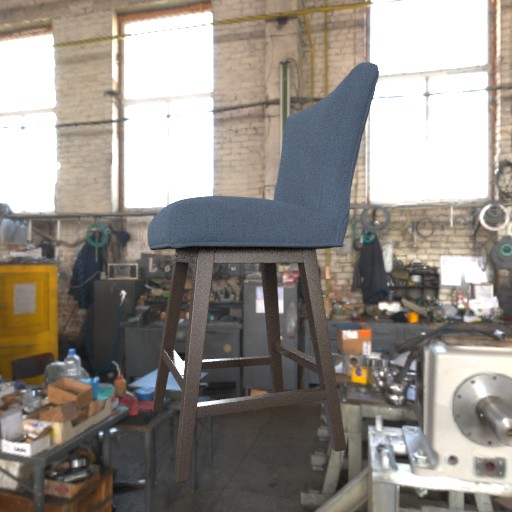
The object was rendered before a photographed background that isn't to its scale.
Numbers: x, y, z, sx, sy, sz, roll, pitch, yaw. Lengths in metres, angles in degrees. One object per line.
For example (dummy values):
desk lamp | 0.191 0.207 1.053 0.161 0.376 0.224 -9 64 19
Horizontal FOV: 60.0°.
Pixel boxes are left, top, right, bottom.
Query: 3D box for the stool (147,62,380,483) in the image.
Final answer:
stool | 0.000 0.000 1.290 0.574 1.000 0.514 0 0 -19
